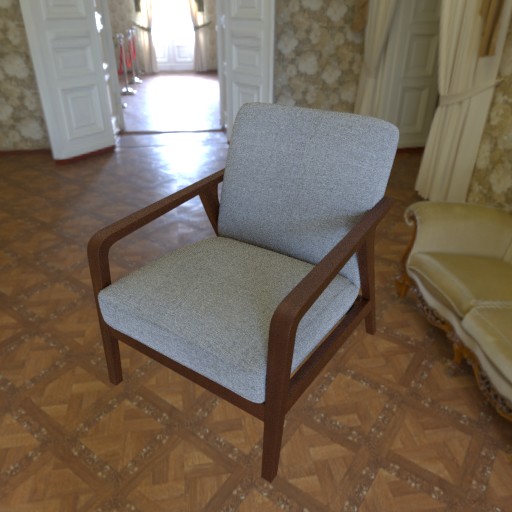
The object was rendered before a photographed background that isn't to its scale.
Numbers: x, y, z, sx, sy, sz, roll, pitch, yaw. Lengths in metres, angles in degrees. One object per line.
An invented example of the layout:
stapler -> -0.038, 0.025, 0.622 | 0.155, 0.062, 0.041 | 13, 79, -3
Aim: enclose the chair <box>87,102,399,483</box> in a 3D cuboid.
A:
chair -> 0.000, 0.000, 1.476 | 0.704, 0.847, 0.858 | 18, 34, 30
